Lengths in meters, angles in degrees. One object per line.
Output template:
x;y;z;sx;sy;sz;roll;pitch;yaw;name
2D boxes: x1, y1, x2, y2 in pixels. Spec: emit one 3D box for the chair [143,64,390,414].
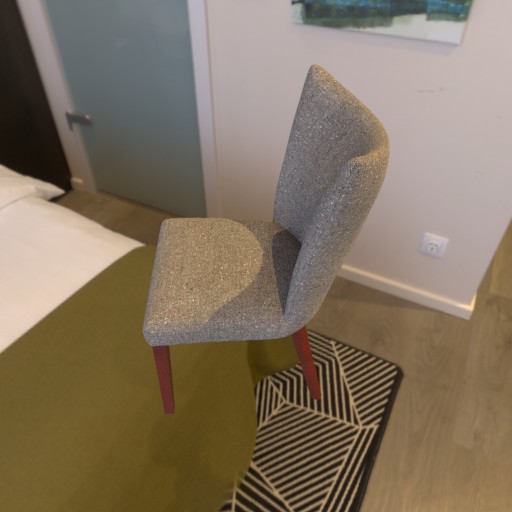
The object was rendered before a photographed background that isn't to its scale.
0.000;0.000;1.312;0.623;0.924;0.535;-2;42;-2;chair
